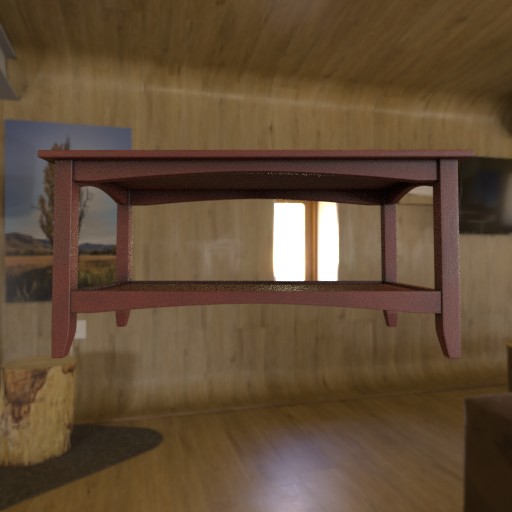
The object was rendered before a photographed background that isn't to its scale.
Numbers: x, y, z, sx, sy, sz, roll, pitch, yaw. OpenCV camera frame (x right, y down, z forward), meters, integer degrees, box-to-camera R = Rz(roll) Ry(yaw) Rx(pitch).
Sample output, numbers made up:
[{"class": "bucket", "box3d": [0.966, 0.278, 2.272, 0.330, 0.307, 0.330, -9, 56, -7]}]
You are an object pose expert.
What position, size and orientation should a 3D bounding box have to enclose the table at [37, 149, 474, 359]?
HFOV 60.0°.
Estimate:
[{"class": "table", "box3d": [0.000, 0.000, 1.219, 0.943, 0.456, 0.533, 0, 0, 0]}]
